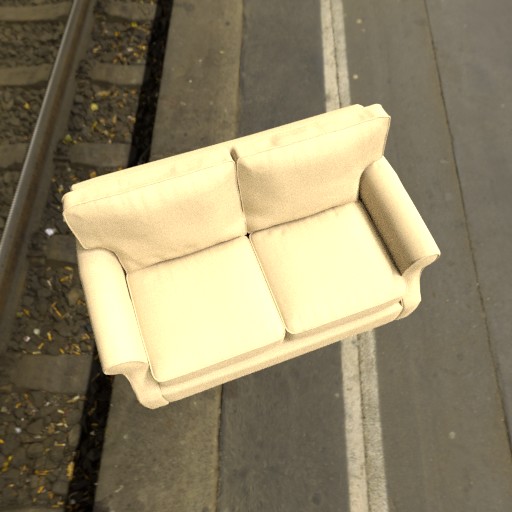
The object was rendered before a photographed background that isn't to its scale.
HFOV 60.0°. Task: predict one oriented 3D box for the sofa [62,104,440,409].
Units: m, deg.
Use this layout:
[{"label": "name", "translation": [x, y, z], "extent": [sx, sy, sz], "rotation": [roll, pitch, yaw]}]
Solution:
[{"label": "sofa", "translation": [0.000, 0.000, 2.249], "extent": [1.665, 0.937, 0.964], "rotation": [-18, 66, -9]}]
